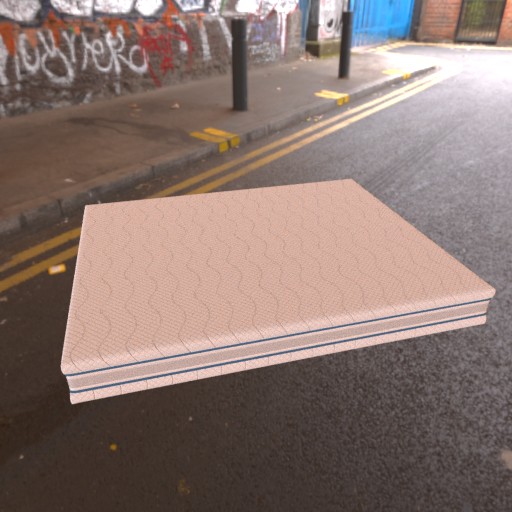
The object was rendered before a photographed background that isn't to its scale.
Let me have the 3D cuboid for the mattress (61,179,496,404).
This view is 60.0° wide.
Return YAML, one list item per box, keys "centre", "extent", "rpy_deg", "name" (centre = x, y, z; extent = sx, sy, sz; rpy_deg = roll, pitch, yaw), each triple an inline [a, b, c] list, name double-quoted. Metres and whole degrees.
- centre: [0.000, 0.000, 2.653]
  extent: [2.000, 0.230, 1.600]
  rpy_deg: [-8, 31, -13]
  name: "mattress"
